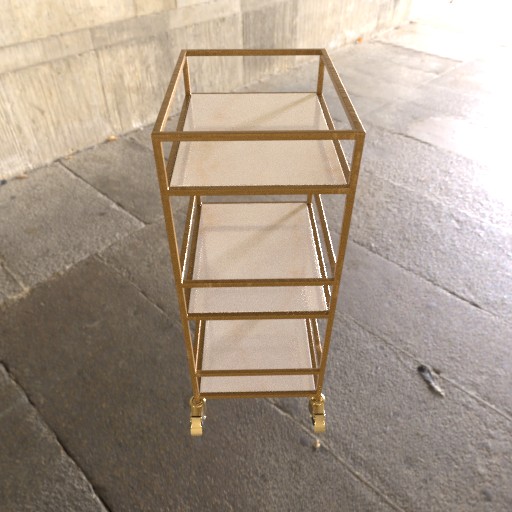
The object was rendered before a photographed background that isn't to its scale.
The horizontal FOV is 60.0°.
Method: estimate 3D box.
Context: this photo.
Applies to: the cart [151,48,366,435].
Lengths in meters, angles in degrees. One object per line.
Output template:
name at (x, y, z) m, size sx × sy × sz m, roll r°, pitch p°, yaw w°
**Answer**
cart at (0.000, 0.000, 1.009) m, size 0.332 × 0.761 × 0.483 m, roll -1°, pitch 41°, yaw -1°
